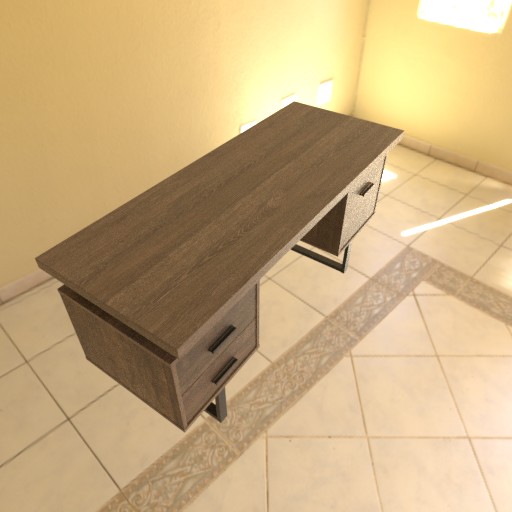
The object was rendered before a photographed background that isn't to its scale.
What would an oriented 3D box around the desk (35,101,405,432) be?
[{"bbox_3d":[0.000,0.000,1.961,0.600,0.760,1.524,25,47,26],"label":"desk"}]
